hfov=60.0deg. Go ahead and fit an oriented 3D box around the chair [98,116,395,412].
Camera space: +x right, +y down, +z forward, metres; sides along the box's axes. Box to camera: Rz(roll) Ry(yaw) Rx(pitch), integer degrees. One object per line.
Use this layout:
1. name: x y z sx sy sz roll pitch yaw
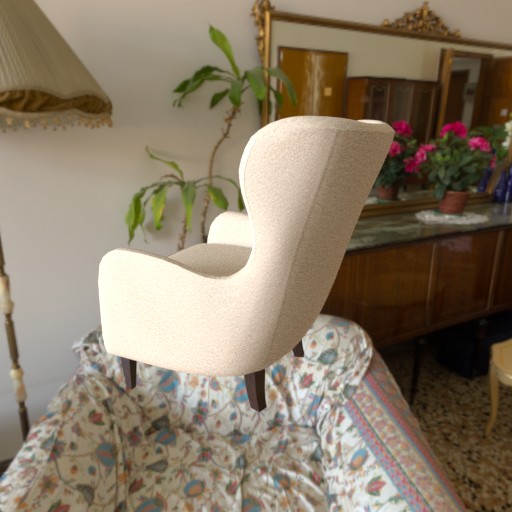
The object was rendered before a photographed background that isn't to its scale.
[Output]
1. chair: 0.000 0.000 1.802 0.984 1.064 0.861 7 18 24
